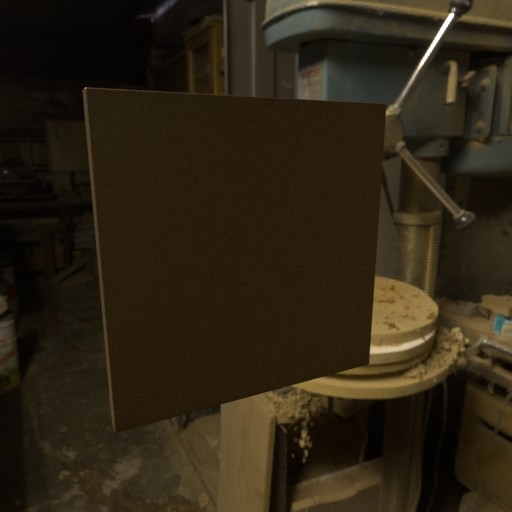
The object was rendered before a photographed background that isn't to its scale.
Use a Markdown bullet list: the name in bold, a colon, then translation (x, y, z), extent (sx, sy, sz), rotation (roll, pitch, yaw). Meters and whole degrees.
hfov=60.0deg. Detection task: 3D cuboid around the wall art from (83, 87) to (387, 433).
- **wall art**: translation (0.000, 0.000, 0.749), extent (0.503, 0.506, 0.030), rotation (-7, 15, -26)
